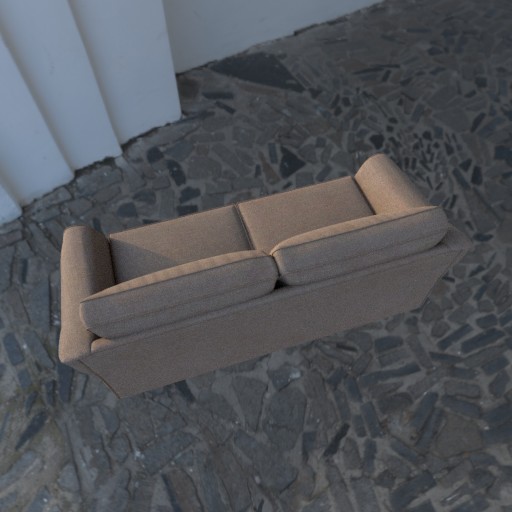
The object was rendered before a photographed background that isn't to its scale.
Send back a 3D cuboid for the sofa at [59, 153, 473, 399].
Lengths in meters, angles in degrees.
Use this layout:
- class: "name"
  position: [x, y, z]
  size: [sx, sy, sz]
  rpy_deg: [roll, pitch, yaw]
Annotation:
- class: "sofa"
  position: [0.000, 0.000, 2.769]
  size: [2.270, 0.906, 0.986]
  rpy_deg: [-15, 58, -10]
